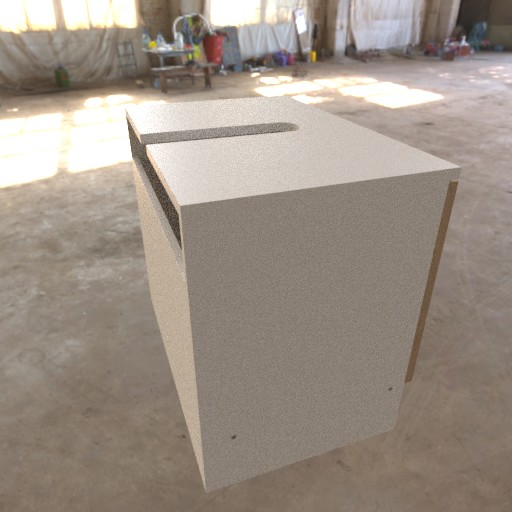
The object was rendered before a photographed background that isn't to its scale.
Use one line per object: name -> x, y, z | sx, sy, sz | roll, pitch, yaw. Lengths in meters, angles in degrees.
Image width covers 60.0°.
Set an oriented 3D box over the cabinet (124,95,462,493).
cabinet -> 0.000, 0.000, 0.923 | 0.400, 0.522, 0.600 | -10, 31, -18
